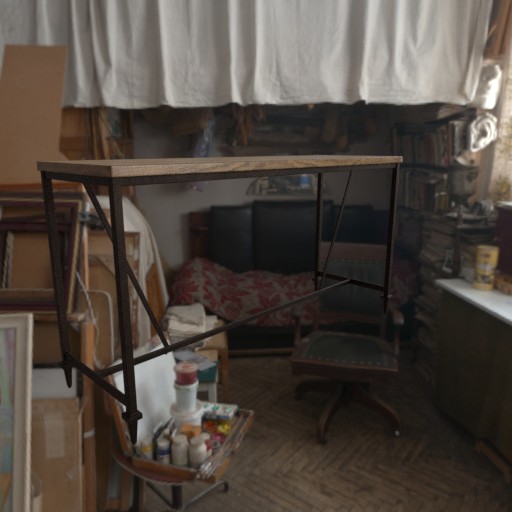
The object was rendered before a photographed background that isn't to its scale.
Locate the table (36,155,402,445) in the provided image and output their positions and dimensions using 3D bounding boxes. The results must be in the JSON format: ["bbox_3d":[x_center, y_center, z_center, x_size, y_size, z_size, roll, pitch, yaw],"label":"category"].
[{"bbox_3d":[0.000,0.000,2.097,0.551,0.902,1.700,13,19,43],"label":"table"}]
